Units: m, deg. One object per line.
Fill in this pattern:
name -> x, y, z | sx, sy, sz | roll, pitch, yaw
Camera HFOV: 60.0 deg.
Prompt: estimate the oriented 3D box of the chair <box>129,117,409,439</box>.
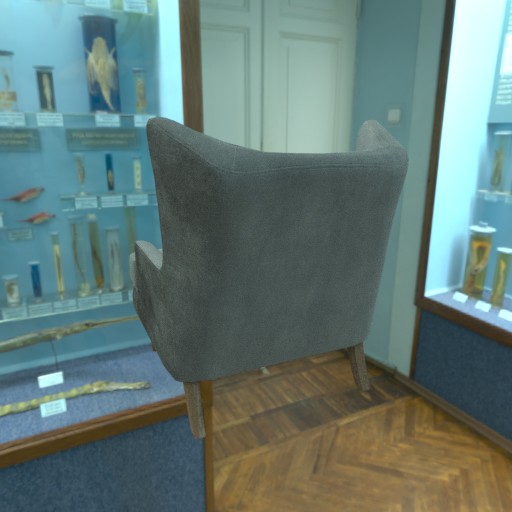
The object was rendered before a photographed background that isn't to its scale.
chair -> 0.000, 0.000, 1.615 | 0.784, 0.950, 0.906 | -7, 17, -24
